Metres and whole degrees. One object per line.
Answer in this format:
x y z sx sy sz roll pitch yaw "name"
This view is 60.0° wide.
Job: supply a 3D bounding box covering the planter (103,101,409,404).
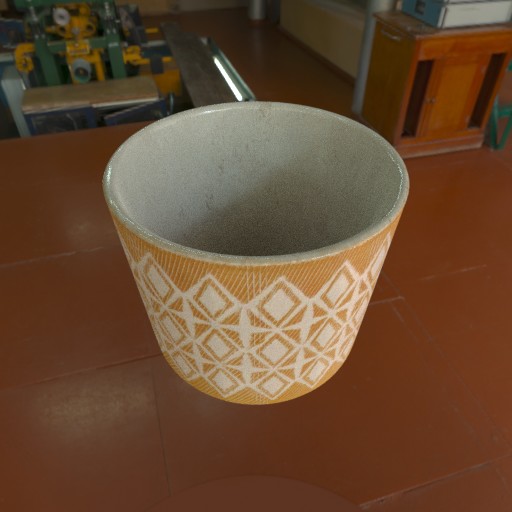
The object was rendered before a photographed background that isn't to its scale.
0.000 0.000 0.342 0.193 0.165 0.193 0 42 0 "planter"
